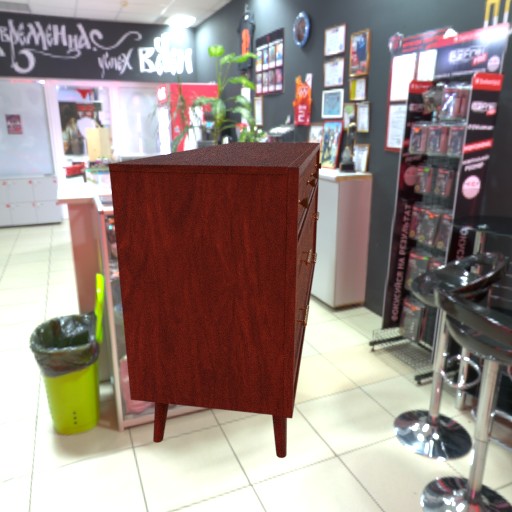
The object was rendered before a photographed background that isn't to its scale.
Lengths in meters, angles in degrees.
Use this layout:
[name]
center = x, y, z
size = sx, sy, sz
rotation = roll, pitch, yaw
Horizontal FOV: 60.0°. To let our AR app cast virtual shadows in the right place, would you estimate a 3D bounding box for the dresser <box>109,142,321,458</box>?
[dresser]
center = 0.000, 0.000, 1.898
size = 0.500, 0.889, 1.472
rotation = 3, 17, 9
